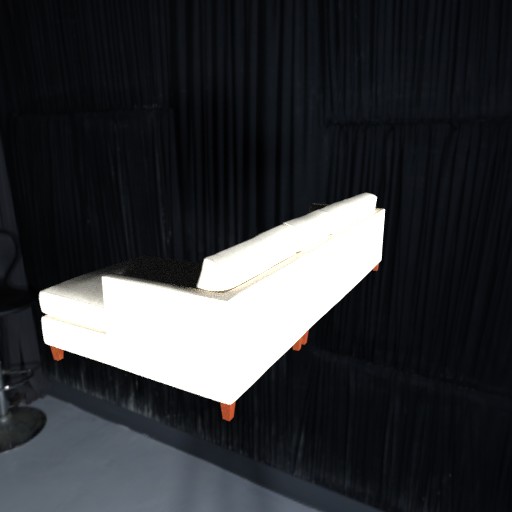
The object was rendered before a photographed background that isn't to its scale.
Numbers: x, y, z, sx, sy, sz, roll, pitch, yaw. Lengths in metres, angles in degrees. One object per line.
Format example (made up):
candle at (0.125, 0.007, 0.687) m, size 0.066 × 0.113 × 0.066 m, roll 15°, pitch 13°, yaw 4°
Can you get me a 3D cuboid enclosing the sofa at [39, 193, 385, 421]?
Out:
sofa at (0.000, 0.000, 4.174) m, size 1.603 × 0.954 × 3.471 m, roll 8°, pitch 17°, yaw 28°
